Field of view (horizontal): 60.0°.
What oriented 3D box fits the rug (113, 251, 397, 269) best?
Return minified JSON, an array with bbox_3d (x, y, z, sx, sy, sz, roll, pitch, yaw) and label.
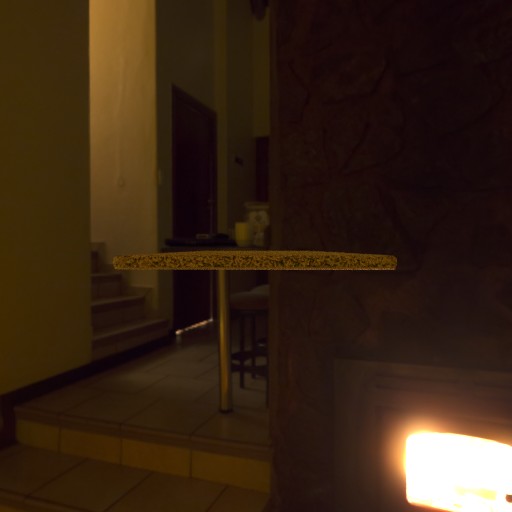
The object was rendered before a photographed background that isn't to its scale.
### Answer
[{"bbox_3d":[0.000,0.000,1.700,0.609,0.030,1.524,0,1,0],"label":"rug"}]
